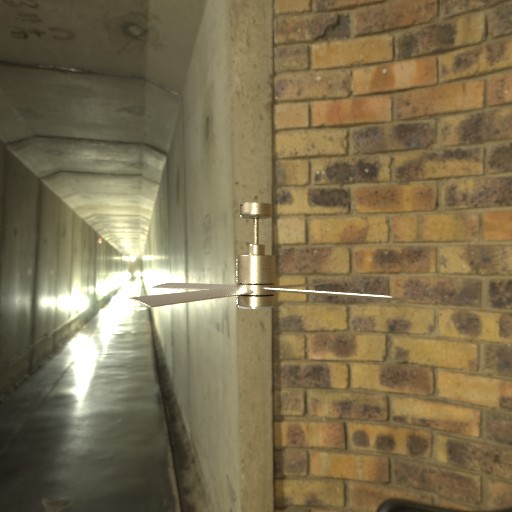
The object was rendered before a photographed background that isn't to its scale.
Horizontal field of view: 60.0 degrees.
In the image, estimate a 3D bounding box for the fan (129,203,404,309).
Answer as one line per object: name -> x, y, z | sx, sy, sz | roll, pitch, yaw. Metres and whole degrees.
fan -> 0.000, 0.000, 2.331 | 1.525, 0.539, 1.525 | 0, 0, 38
